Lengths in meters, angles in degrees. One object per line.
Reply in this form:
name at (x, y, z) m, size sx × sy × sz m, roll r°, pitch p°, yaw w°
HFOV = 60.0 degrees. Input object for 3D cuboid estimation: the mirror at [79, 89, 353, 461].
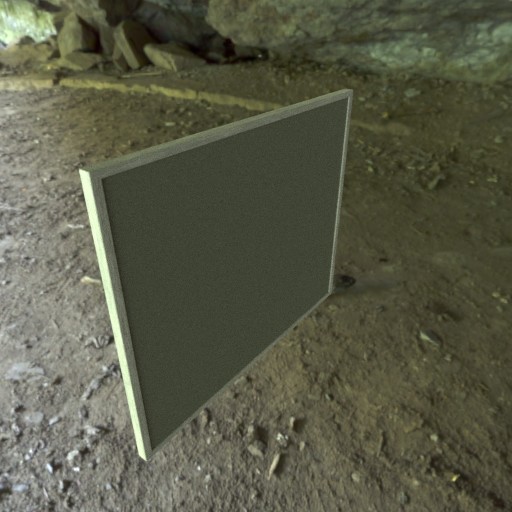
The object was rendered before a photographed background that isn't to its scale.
mirror at (0.000, 0.000, 1.122) m, size 0.028 × 0.689 × 0.839 m, roll 22°, pitch 37°, yaw 32°
